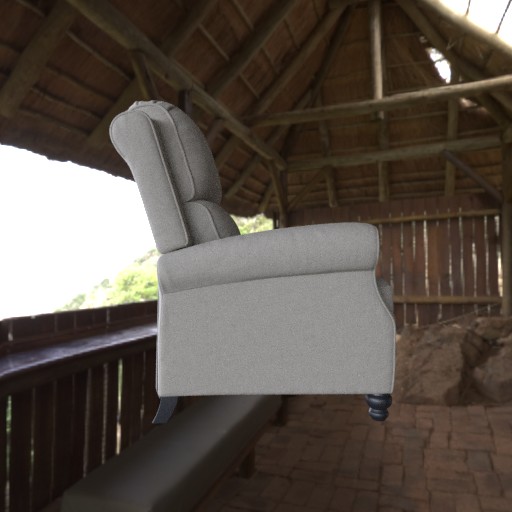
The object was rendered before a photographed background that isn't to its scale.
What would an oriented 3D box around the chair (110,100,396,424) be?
[{"bbox_3d":[0.000,0.000,1.751,0.919,1.046,0.859,0,0,-1],"label":"chair"}]
